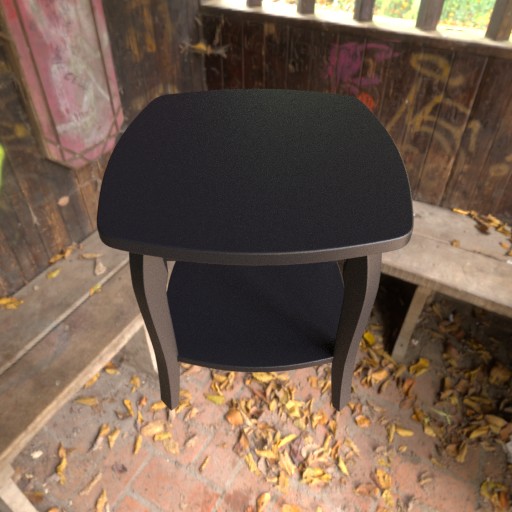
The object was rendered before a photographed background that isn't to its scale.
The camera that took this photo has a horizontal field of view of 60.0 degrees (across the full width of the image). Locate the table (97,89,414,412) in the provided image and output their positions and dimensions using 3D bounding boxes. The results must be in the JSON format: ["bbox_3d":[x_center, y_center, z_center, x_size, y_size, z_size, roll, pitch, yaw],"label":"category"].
[{"bbox_3d":[0.000,0.000,0.859,0.457,0.457,0.508,0,42,0],"label":"table"}]
